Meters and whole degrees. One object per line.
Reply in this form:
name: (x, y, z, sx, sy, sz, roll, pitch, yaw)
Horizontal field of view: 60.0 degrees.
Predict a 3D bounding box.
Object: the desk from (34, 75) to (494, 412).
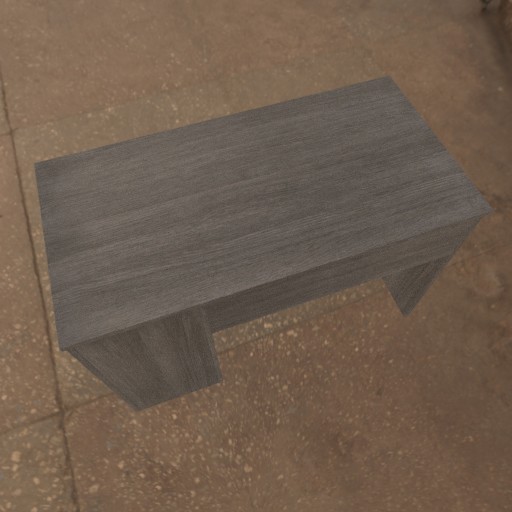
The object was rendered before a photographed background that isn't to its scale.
desk: (0.000, 0.000, 1.494, 1.097, 0.735, 0.560, -17, 61, -10)
